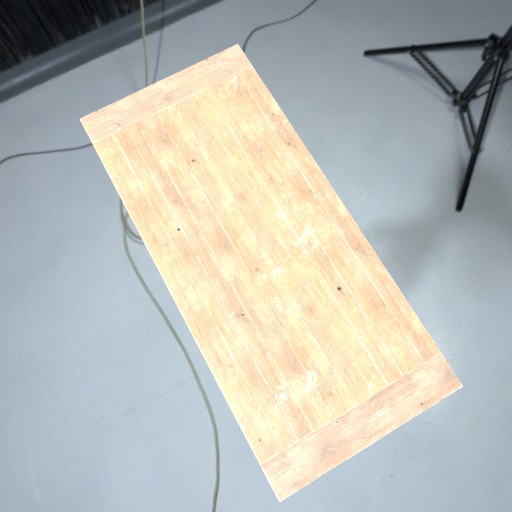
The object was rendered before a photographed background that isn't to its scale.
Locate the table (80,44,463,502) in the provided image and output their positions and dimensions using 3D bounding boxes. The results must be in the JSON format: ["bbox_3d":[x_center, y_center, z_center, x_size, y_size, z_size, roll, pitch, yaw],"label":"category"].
[{"bbox_3d":[0.000,0.000,2.084,0.820,0.465,1.800,-29,77,-7],"label":"table"}]
